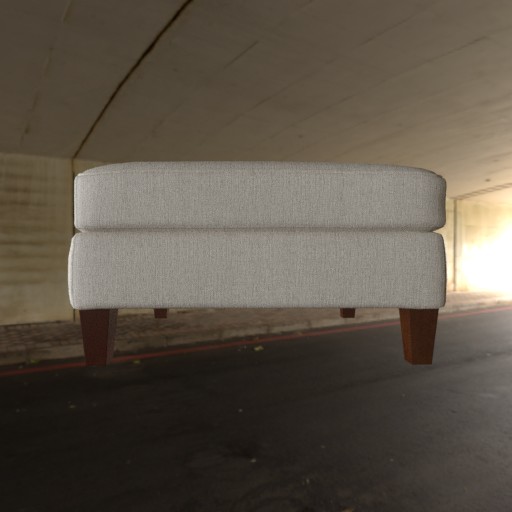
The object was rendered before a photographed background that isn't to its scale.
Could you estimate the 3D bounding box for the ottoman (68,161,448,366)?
[{"bbox_3d":[0.000,0.000,1.359,0.838,0.478,0.838,0,0,-1],"label":"ottoman"}]
